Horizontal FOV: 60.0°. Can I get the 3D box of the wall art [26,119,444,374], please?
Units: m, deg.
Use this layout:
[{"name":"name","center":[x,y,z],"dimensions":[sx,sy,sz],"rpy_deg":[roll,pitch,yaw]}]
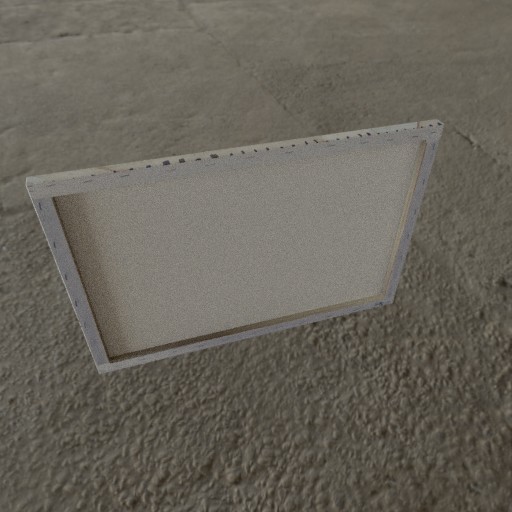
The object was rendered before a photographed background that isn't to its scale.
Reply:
[{"name":"wall art","center":[0.000,0.000,1.427],"dimensions":[1.143,0.757,0.038],"rpy_deg":[-11,42,-13]}]
